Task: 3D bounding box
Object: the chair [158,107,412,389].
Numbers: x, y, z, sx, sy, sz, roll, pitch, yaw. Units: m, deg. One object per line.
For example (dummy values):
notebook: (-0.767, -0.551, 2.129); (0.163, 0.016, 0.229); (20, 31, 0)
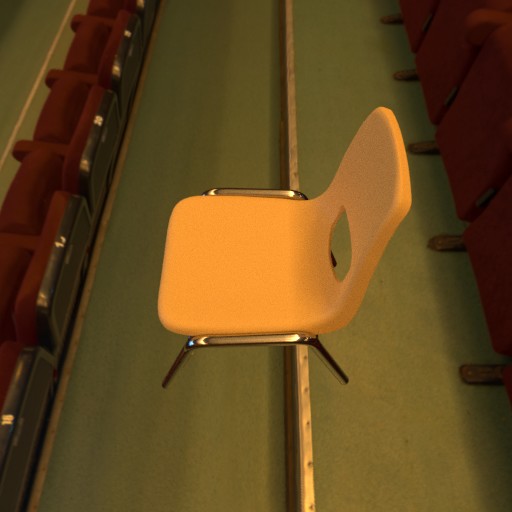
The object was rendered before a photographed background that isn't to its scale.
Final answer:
chair: (0.000, 0.000, 0.844); (0.423, 0.586, 0.354); (0, 58, 0)
